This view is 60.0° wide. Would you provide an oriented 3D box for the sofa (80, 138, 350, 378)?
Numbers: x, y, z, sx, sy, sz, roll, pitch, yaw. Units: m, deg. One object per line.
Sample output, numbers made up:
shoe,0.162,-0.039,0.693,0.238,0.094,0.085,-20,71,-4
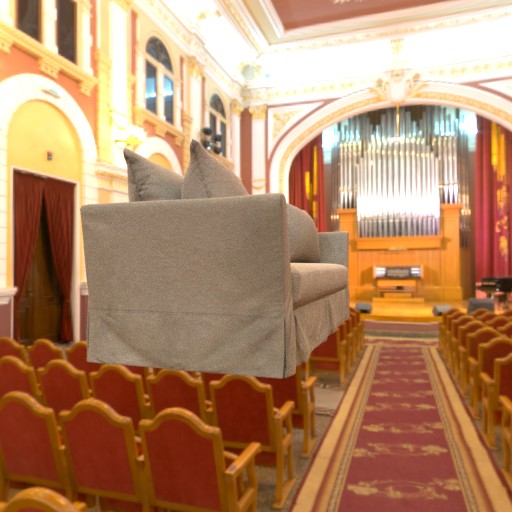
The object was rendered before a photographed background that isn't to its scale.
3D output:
sofa,0.000,0.000,2.972,1.031,1.034,2.290,0,-1,18
